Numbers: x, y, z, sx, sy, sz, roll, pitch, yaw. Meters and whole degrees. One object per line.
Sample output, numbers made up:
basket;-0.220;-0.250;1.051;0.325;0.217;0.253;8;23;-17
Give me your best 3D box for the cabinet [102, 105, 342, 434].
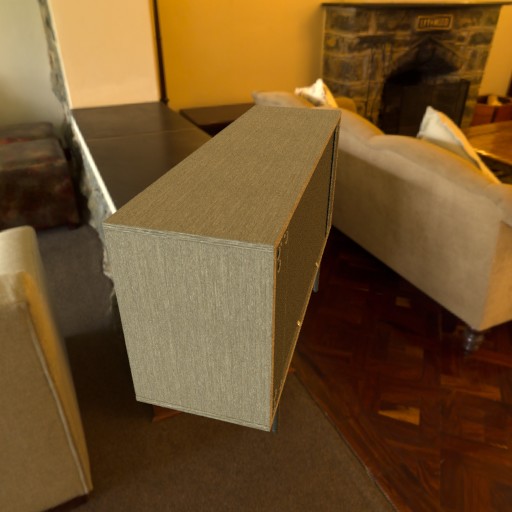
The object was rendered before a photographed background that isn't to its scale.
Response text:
cabinet;0.000;0.000;1.587;0.405;0.787;1.194;8;31;13
